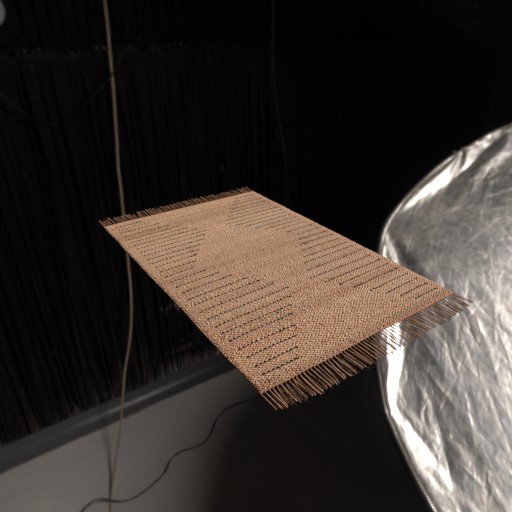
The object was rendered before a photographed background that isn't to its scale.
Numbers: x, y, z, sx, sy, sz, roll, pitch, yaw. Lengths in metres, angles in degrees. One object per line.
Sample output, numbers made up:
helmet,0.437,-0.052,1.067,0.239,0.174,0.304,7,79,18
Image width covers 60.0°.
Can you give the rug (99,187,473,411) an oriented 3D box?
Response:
rug,0.000,0.000,2.624,1.224,0.027,2.085,-18,33,-30
